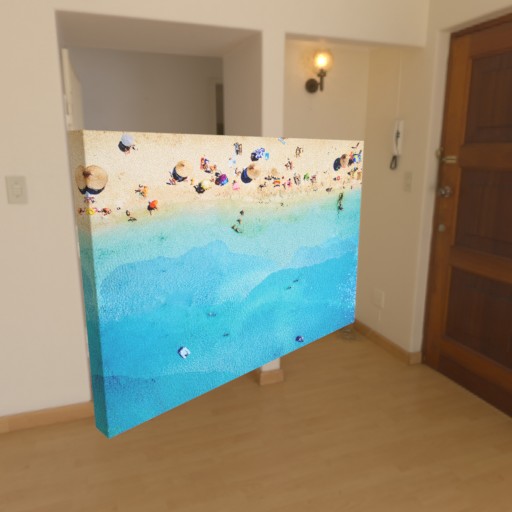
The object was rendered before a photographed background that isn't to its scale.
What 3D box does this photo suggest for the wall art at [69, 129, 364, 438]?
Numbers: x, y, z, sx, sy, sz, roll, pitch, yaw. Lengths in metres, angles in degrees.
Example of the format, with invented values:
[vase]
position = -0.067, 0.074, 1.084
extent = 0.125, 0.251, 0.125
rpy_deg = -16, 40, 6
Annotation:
[wall art]
position = 0.000, 0.000, 1.146
extent = 0.057, 0.595, 0.894
rpy_deg = 12, 18, 43
